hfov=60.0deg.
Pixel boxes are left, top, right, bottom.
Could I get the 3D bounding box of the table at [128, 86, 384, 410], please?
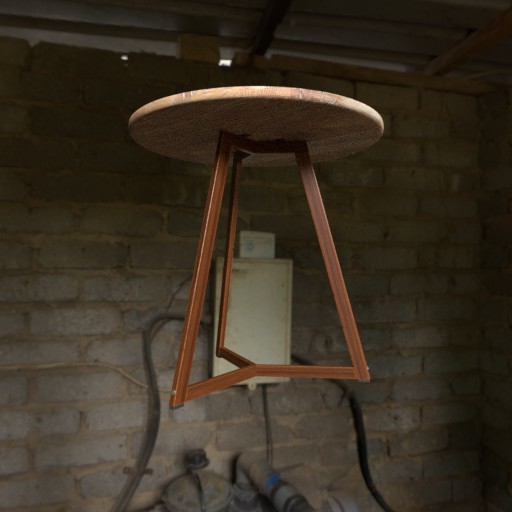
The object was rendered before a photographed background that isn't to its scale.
[{"bbox_3d":[0.000,0.000,0.903,0.500,0.500,0.500,0,0,0],"label":"table"}]
